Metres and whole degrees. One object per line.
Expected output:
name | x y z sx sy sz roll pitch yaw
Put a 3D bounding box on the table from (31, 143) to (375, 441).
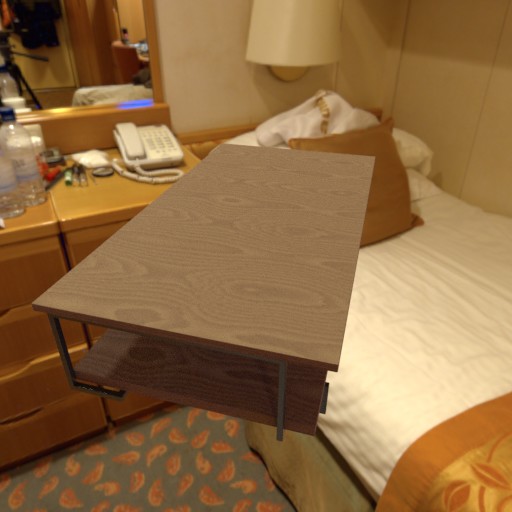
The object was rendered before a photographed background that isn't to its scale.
table | 0.000 0.000 1.447 0.651 0.347 1.197 8 32 14
